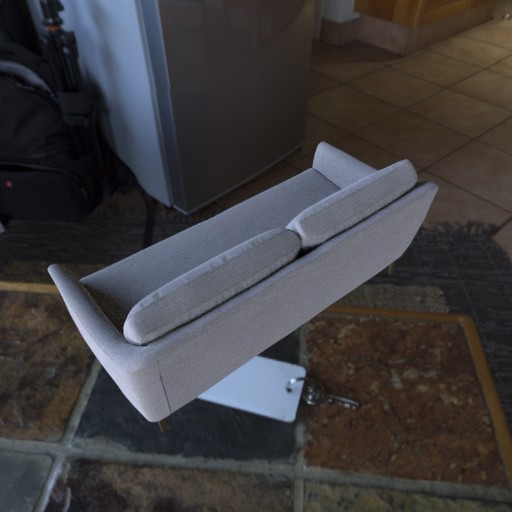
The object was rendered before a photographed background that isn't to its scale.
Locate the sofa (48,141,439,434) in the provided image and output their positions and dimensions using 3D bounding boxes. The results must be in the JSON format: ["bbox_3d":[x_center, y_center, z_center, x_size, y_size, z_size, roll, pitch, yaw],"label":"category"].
[{"bbox_3d":[0.000,0.000,2.587,2.036,0.913,0.980,-29,52,-26],"label":"sofa"}]
